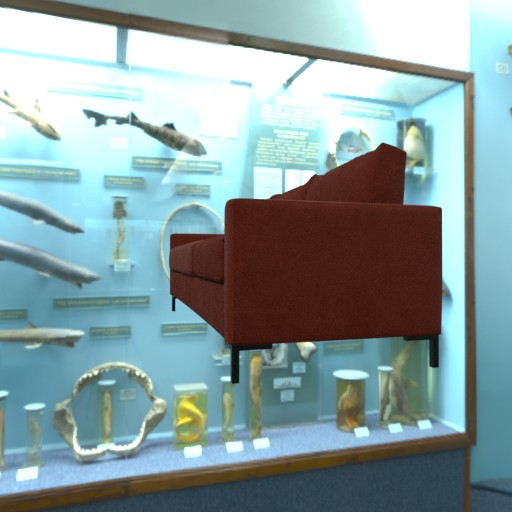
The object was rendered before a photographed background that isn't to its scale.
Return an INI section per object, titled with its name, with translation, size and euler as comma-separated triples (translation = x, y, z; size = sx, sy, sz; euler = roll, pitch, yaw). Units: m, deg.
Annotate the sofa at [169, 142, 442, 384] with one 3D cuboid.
[sofa]
translation = 0.000, 0.000, 2.649
size = 0.875, 0.879, 2.252
euler = 0, 0, -16
